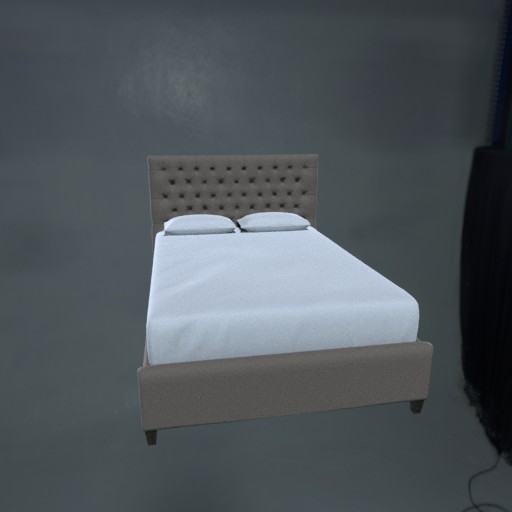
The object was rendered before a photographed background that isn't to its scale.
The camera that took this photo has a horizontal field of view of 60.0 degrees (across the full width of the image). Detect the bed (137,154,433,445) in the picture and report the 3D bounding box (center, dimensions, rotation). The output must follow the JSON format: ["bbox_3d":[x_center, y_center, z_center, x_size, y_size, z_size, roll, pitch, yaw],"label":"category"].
[{"bbox_3d":[0.000,0.000,3.471,1.698,1.427,2.387,-3,16,-10],"label":"bed"}]
